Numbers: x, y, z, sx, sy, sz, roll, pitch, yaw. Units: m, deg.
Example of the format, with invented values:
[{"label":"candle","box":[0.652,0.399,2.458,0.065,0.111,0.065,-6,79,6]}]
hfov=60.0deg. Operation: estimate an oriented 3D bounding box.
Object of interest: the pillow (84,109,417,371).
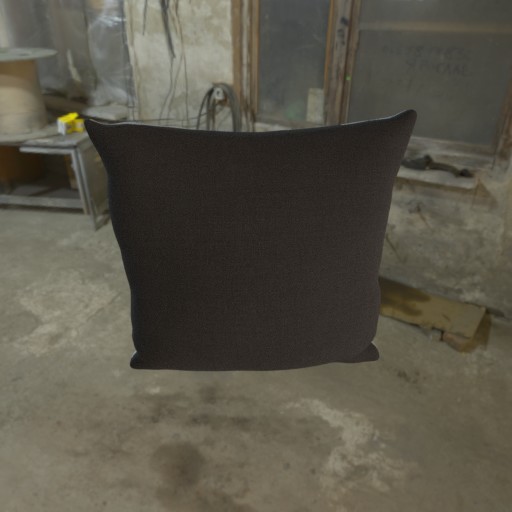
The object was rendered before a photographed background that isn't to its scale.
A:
[{"label":"pillow","box":[0.000,0.000,0.777,0.503,0.496,0.208,-1,30,-2]}]
